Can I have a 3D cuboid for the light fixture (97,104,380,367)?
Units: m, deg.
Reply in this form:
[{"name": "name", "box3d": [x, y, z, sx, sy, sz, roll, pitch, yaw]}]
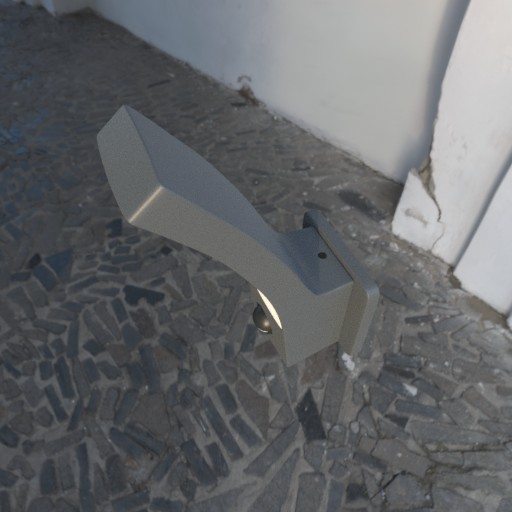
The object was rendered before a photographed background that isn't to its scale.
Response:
[{"name": "light fixture", "box3d": [0.000, 0.000, 0.336, 0.174, 0.243, 0.108, -18, 51, -15]}]
